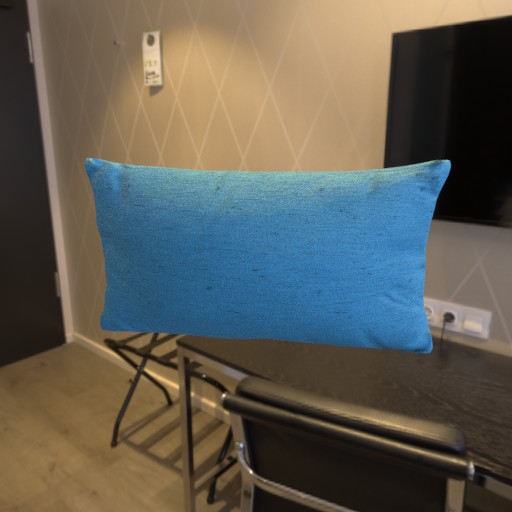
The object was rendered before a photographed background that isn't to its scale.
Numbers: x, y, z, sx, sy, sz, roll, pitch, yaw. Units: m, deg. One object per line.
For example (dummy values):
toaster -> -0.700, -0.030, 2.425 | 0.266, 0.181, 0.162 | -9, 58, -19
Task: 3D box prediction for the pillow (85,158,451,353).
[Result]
pillow -> 0.000, 0.000, 0.790 | 0.633, 0.338, 0.210 | 2, 15, 9
